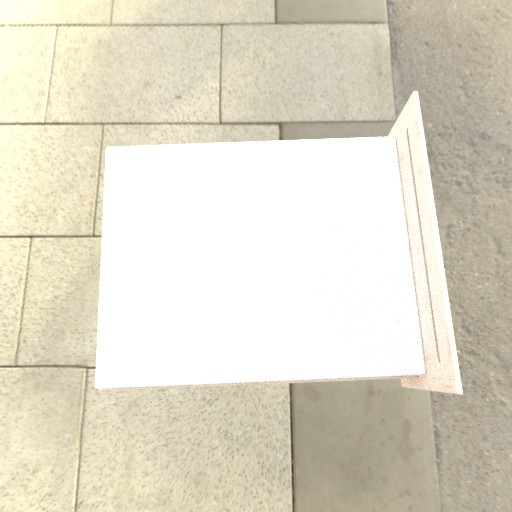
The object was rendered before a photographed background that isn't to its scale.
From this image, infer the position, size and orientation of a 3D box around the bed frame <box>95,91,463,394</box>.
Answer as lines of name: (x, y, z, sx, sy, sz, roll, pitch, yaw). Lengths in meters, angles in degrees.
bed frame: (0.000, 0.000, 2.952, 2.080, 0.900, 1.800, -2, 76, -1)
